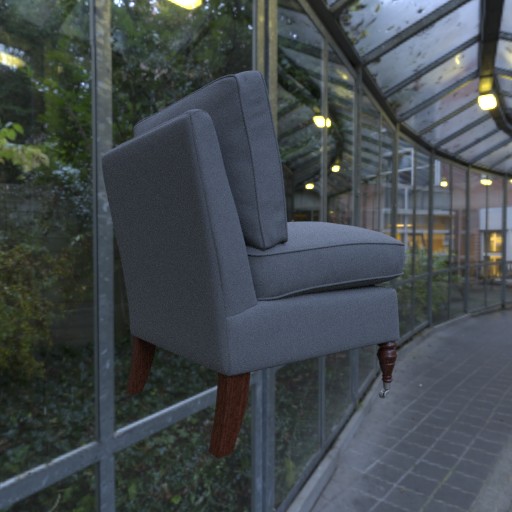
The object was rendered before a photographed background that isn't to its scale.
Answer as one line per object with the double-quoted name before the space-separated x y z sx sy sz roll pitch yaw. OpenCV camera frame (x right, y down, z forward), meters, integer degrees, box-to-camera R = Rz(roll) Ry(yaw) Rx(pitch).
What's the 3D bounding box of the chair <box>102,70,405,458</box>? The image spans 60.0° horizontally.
"chair" 0.000 0.000 1.647 0.924 1.045 0.724 -1 2 -37
